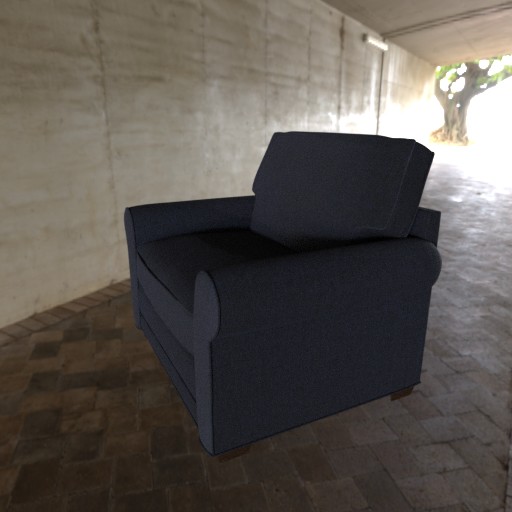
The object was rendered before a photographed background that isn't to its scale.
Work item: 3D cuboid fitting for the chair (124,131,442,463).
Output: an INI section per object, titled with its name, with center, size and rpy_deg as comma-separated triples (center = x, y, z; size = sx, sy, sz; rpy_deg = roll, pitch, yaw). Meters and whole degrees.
[chair]
center = 0.000, 0.000, 1.958
size = 0.963, 1.044, 1.285
rpy_deg = -8, 19, -26
